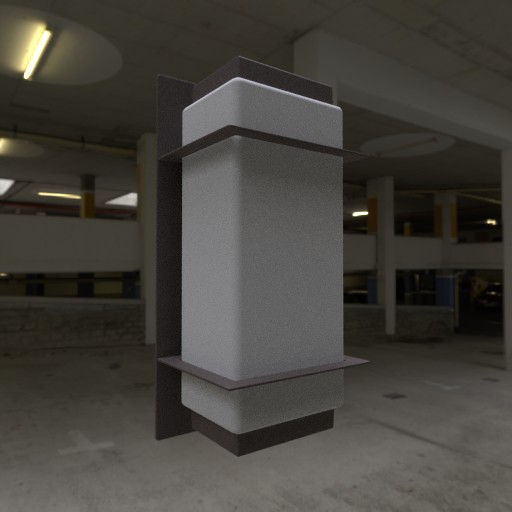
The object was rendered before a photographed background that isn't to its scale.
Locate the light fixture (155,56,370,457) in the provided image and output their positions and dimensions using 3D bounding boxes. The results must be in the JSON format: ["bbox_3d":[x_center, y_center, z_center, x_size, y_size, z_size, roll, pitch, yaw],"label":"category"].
[{"bbox_3d":[0.000,0.000,0.420,0.153,0.347,0.146,1,-1,-36],"label":"light fixture"}]
